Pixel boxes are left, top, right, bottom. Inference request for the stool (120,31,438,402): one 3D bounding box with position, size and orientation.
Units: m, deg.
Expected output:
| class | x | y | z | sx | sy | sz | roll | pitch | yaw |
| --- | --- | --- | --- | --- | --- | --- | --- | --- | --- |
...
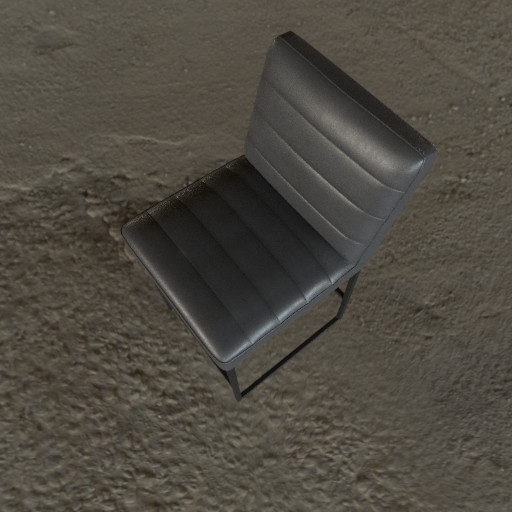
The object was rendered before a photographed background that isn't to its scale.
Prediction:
| class | x | y | z | sx | sy | sz | roll | pitch | yaw |
| --- | --- | --- | --- | --- | --- | --- | --- | --- | --- |
| stool | 0.000 | 0.000 | 1.246 | 0.552 | 0.938 | 0.457 | -35 | 69 | -16 |
